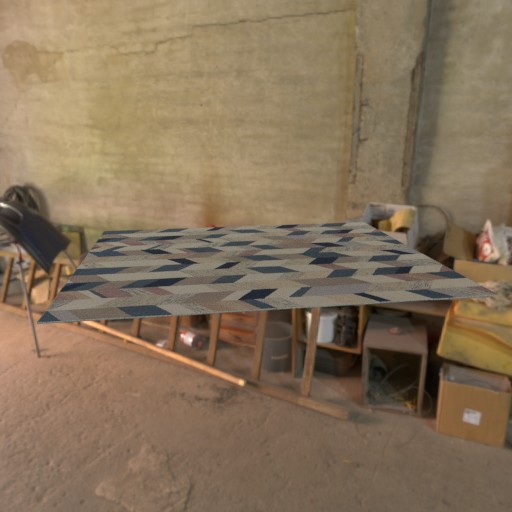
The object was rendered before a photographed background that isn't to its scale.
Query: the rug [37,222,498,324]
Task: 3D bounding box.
[{"bbox_3d":[0.000,0.000,4.045,3.072,0.011,2.451,-3,17,-8],"label":"rug"}]
